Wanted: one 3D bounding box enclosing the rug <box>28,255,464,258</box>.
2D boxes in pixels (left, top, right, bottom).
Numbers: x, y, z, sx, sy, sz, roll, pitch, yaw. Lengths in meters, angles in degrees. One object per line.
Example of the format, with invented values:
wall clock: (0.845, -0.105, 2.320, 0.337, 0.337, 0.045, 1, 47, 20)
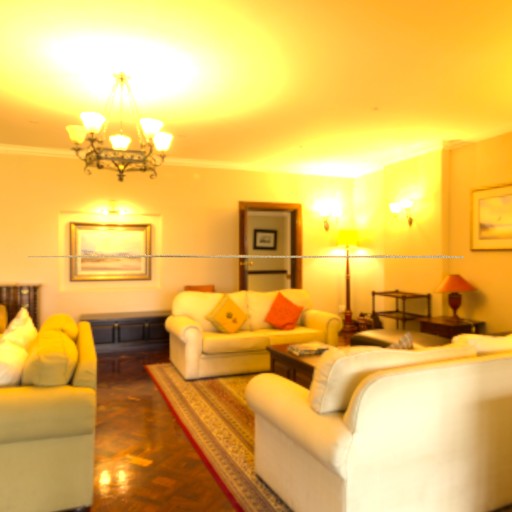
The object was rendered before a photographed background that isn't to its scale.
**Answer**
rug: (0.000, 0.000, 3.032, 2.439, 0.015, 1.524, 0, 0, 20)
